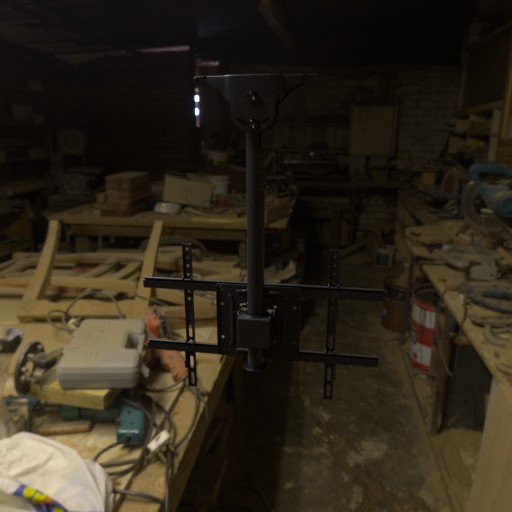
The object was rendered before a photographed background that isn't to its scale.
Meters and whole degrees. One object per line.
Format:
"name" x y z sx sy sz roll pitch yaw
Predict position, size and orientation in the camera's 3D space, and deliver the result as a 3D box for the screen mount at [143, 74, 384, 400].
"screen mount" 0.000 0.000 1.027 0.595 0.775 0.090 3 16 9
